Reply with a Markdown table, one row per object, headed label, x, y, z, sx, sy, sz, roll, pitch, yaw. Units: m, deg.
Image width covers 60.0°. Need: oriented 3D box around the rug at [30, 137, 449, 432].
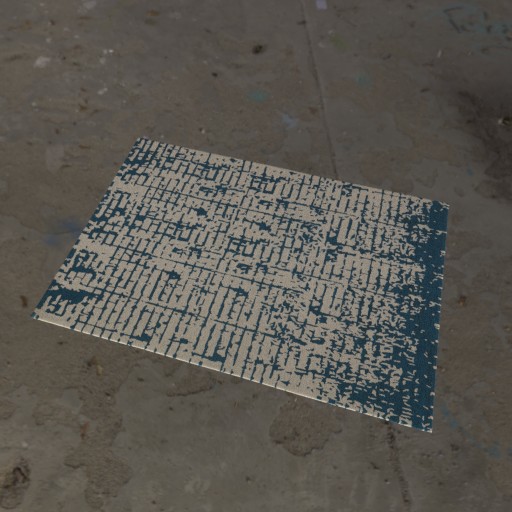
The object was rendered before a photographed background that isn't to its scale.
| label | x | y | z | sx | sy | sz | roll | pitch | yaw |
| --- | --- | --- | --- | --- | --- | --- | --- | --- | --- |
| rug | 0.000 | 0.000 | 2.230 | 1.828 | 0.007 | 1.220 | 14 | 59 | 8 |
